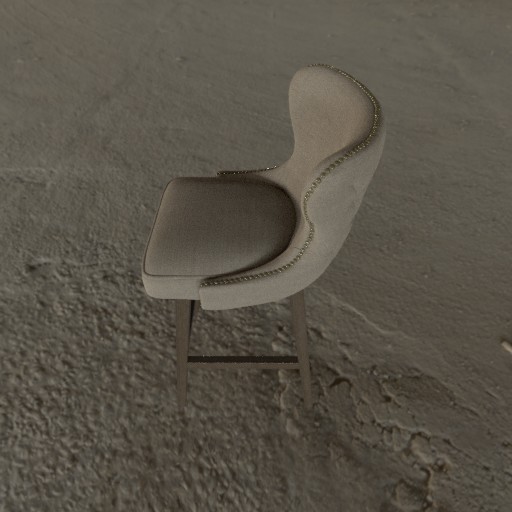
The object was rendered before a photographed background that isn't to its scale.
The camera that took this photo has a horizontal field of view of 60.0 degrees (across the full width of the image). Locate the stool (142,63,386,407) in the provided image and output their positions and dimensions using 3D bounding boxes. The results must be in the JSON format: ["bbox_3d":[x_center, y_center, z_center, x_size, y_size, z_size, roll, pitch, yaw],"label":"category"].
[{"bbox_3d":[0.000,0.000,1.354,0.597,0.972,0.615,0,41,0],"label":"stool"}]
